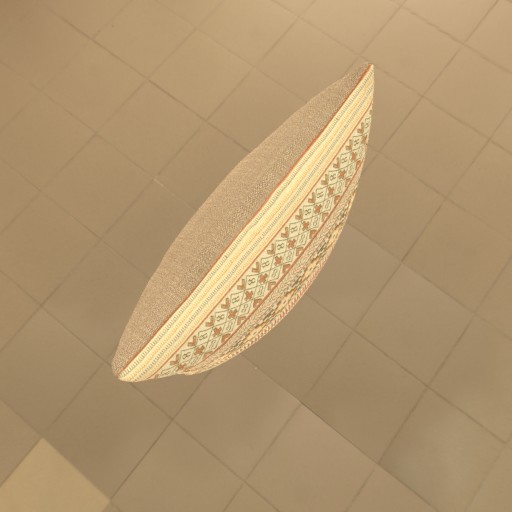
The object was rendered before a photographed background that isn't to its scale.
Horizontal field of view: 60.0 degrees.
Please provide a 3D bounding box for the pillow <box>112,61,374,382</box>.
[{"bbox_3d":[0.000,0.000,0.787,0.215,0.519,0.521,37,79,9],"label":"pillow"}]
